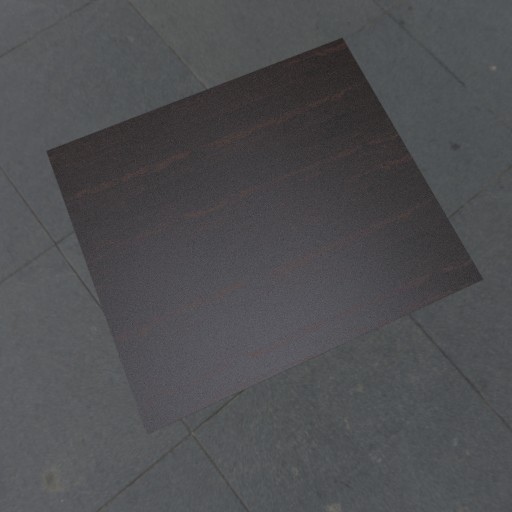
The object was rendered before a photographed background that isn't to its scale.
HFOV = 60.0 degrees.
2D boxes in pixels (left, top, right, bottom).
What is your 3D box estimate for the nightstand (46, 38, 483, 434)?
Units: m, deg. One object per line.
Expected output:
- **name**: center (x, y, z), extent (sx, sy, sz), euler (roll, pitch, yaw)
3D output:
- **nightstand**: center (0.000, 0.000, 0.863), extent (0.489, 0.487, 0.427), euler (-23, 77, -6)
